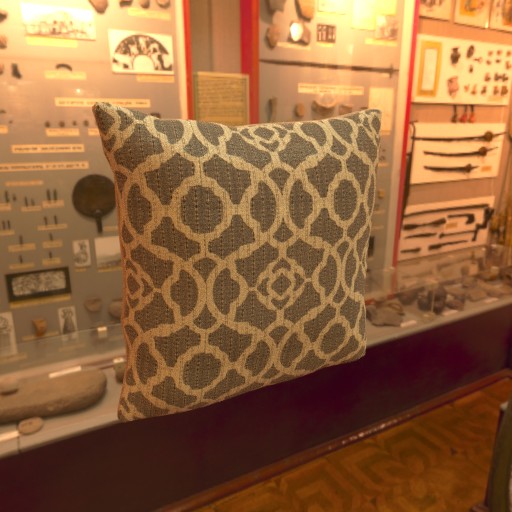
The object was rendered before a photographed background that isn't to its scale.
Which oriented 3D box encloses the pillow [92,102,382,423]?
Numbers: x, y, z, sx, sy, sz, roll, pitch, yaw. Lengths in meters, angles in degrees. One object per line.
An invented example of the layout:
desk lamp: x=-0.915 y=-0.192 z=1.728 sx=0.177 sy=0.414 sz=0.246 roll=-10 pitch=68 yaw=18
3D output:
pillow: x=0.000 y=0.000 z=0.770 sx=0.508 sy=0.498 sz=0.215 roll=-8 pitch=18 yaw=-26
